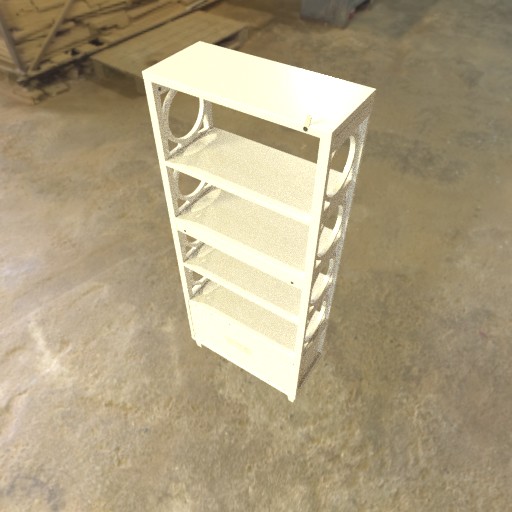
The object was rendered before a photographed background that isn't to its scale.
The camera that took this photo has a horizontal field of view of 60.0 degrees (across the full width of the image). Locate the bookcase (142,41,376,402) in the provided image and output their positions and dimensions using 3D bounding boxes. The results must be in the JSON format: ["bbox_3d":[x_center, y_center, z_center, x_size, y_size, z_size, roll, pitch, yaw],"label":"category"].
[{"bbox_3d":[0.000,0.000,2.194,0.761,1.869,0.361,25,51,22],"label":"bookcase"}]
